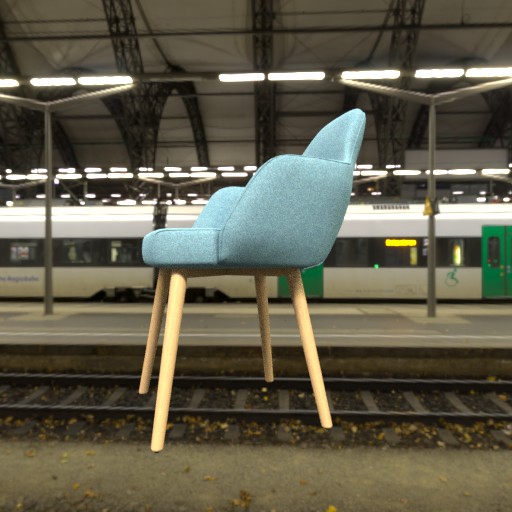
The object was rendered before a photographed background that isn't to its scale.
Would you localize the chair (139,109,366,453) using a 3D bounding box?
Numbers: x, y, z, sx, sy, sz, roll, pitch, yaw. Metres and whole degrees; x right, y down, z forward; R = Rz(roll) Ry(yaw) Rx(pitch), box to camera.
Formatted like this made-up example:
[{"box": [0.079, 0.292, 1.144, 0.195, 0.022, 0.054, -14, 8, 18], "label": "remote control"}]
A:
[{"box": [0.000, 0.000, 1.355, 0.666, 0.920, 0.589, 0, 0, -18], "label": "chair"}]
